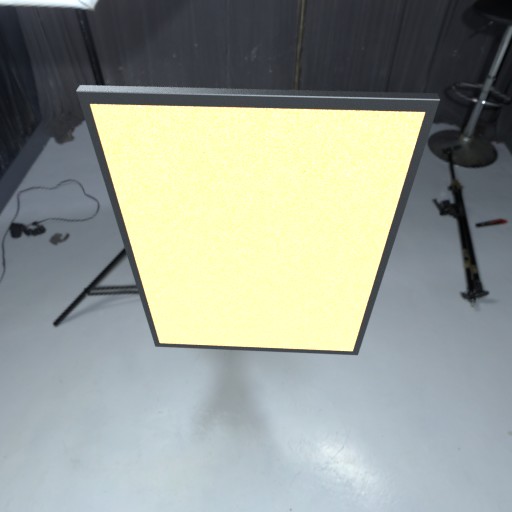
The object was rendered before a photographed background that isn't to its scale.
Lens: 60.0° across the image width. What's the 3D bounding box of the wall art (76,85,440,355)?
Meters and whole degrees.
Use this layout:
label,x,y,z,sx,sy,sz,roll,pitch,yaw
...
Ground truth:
label,x,y,z,sx,sy,sz,roll,pitch,yaw
wall art,0.000,0.000,1.325,0.774,1.027,0.030,2,47,2
